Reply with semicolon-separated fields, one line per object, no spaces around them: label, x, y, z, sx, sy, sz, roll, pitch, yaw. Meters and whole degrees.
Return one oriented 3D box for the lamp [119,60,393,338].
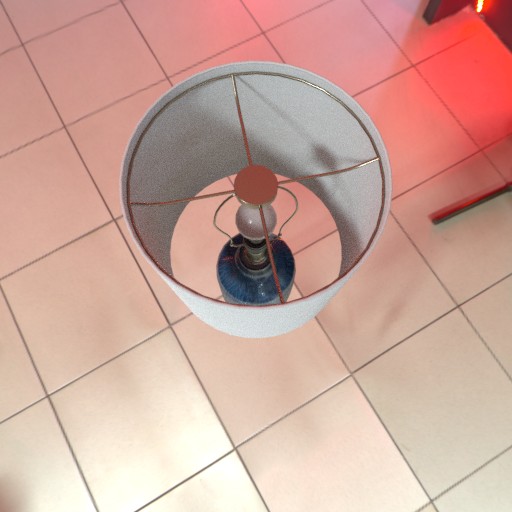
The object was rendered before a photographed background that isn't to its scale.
lamp;0.000;0.000;0.586;0.220;0.475;0.220;2;74;1
